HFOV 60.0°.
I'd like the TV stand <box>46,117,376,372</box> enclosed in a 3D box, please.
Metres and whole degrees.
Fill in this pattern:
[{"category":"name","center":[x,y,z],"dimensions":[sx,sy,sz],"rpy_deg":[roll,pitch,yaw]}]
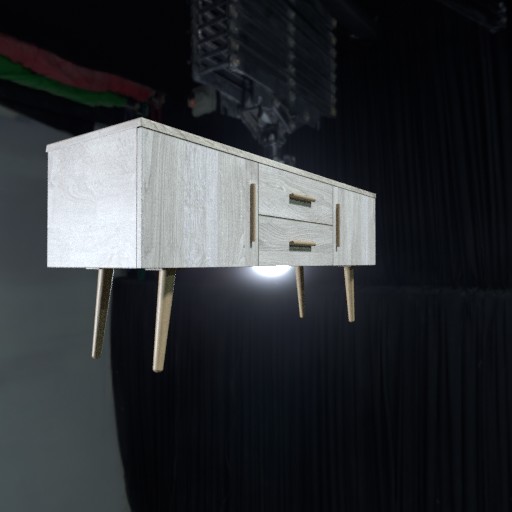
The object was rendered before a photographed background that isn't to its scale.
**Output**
[{"category":"TV stand","center":[0.000,0.000,1.563],"dimensions":[0.401,0.565,1.313],"rpy_deg":[-1,-1,36]}]
